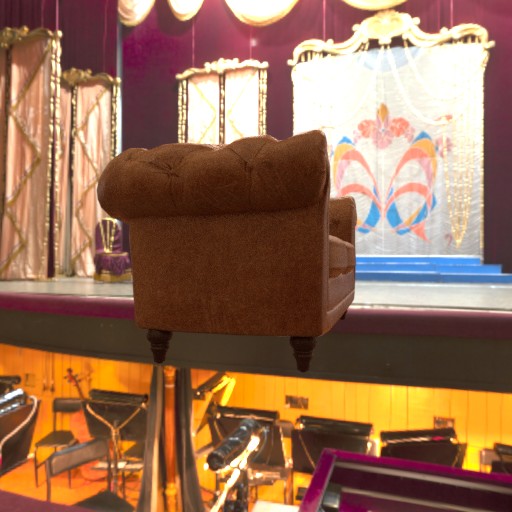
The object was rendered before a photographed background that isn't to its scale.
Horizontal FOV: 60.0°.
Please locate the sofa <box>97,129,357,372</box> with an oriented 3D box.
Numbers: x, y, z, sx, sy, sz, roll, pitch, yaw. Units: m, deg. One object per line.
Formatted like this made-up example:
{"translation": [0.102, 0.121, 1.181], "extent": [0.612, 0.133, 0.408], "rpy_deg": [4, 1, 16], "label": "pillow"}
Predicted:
{"translation": [0.000, 0.000, 2.491], "extent": [1.042, 0.877, 1.979], "rpy_deg": [0, -1, 16], "label": "sofa"}
